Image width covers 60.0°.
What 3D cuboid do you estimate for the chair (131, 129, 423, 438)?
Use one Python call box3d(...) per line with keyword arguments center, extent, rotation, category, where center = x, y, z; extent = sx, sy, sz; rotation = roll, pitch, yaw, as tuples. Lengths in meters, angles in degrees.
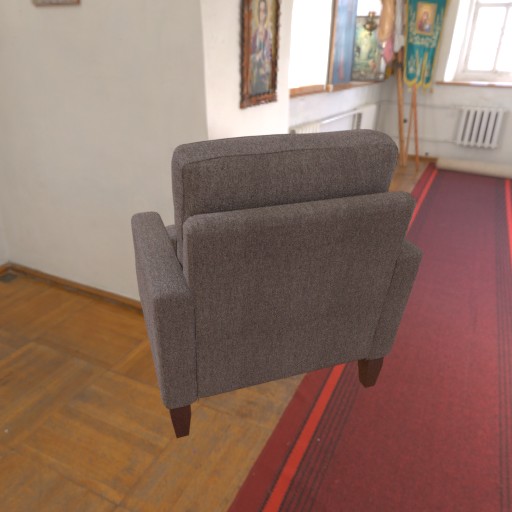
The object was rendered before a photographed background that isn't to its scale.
box3d(center=(0.000, 0.000, 1.675), extent=(0.855, 0.993, 0.897), rotation=(-9, 27, -17), category="chair")
